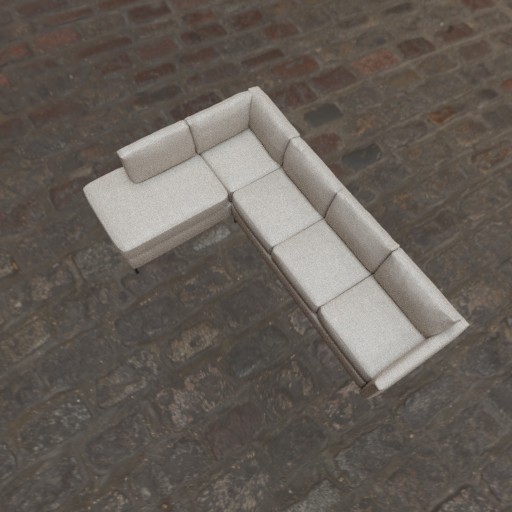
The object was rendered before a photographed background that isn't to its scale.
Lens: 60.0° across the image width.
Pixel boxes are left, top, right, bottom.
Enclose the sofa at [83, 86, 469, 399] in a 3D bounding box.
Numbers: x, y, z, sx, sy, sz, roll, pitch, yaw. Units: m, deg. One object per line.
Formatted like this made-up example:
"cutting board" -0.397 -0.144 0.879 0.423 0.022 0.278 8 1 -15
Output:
"sofa" 0.000 0.000 3.145 1.617 0.703 2.423 -30 67 -14
